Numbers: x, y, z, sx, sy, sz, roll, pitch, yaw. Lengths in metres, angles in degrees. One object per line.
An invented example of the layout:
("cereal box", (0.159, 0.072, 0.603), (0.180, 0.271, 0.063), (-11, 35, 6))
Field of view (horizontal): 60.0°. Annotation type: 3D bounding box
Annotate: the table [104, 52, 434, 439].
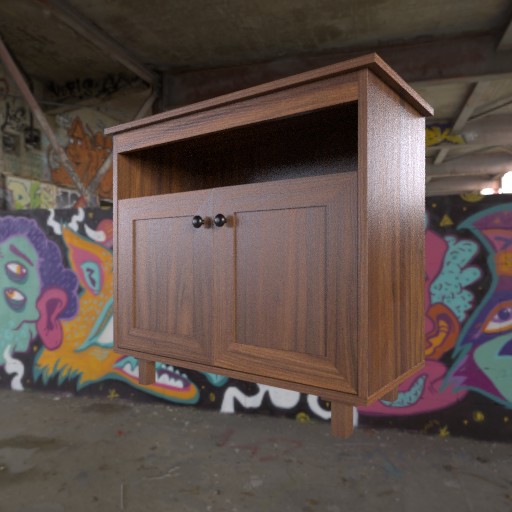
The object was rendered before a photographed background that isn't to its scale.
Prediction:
("table", (0.000, 0.000, 1.176), (0.802, 0.725, 0.390), (0, 0, 37))
